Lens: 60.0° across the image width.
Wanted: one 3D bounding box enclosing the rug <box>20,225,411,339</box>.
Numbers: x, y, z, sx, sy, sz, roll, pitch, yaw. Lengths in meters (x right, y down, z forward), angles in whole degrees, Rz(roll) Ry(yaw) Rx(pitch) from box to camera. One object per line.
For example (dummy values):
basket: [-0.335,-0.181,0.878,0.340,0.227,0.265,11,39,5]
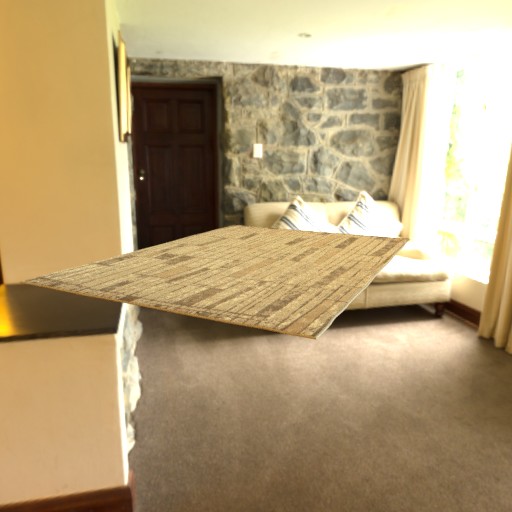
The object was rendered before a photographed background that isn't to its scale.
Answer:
rug: [0.000,0.000,4.370,2.449,0.019,3.357,6,14,26]
